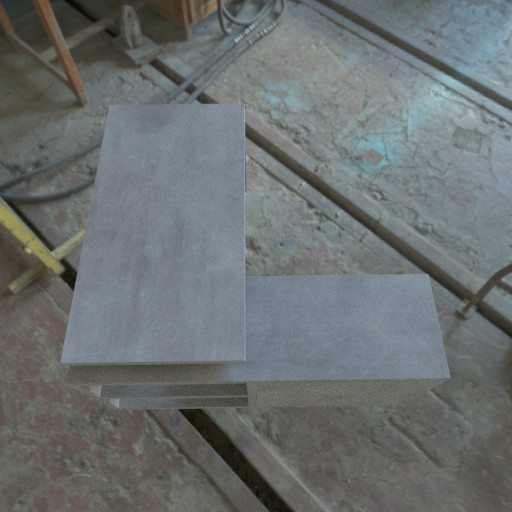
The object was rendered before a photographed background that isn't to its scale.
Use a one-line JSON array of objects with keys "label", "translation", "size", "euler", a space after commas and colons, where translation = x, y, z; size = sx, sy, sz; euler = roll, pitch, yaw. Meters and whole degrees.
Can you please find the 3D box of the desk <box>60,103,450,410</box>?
[{"label": "desk", "translation": [0.000, 0.000, 2.305], "size": [1.500, 0.740, 1.400], "euler": [-1, 62, 0]}]
